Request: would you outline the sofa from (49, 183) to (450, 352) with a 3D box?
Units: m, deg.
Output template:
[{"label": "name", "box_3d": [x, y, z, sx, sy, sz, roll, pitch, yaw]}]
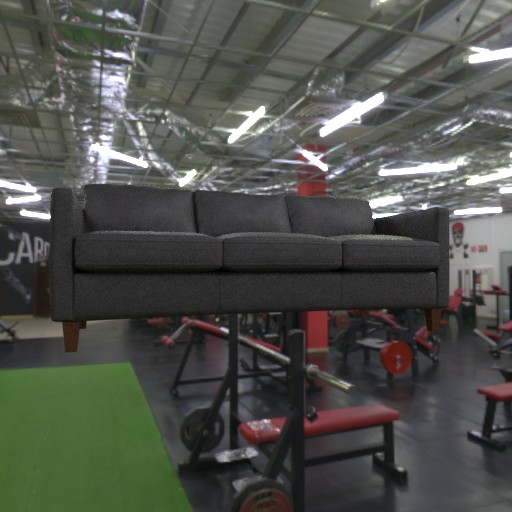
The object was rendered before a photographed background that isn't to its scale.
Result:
[{"label": "sofa", "box_3d": [0.000, 0.000, 2.996, 2.464, 1.006, 1.045, 0, -1, -18]}]
